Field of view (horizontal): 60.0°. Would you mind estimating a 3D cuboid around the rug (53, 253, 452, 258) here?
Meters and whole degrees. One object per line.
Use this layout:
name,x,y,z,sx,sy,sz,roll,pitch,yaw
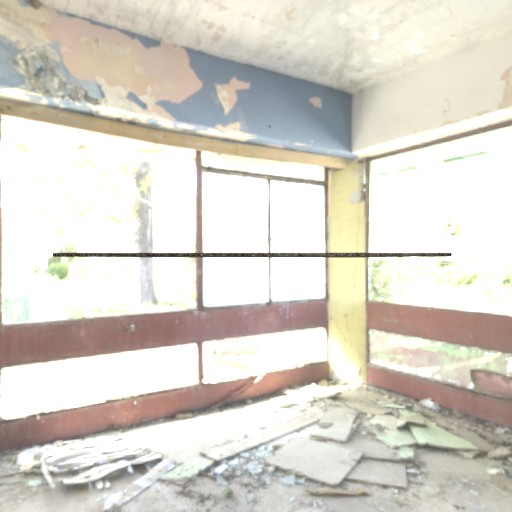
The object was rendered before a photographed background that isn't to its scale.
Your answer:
rug,0.000,0.000,4.146,2.401,0.025,3.000,0,0,1
